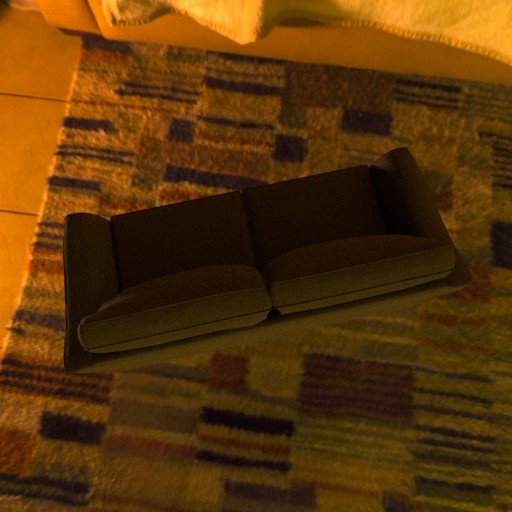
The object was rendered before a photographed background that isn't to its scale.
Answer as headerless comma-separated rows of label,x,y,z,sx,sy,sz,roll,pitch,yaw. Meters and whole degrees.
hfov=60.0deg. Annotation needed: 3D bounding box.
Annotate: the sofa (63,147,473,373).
sofa,0.000,0.000,2.747,2.270,0.950,0.971,-12,75,-3
